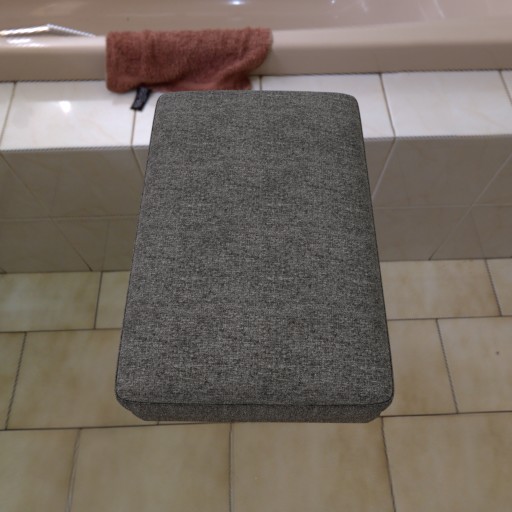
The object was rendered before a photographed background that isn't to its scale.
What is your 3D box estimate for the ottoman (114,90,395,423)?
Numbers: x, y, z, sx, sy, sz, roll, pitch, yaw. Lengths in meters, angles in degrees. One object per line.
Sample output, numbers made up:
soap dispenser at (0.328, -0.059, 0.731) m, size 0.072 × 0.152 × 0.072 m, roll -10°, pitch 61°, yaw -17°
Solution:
ottoman at (0.000, 0.000, 1.215) m, size 0.584 × 0.483 × 0.864 m, roll 0°, pitch 63°, yaw 0°
